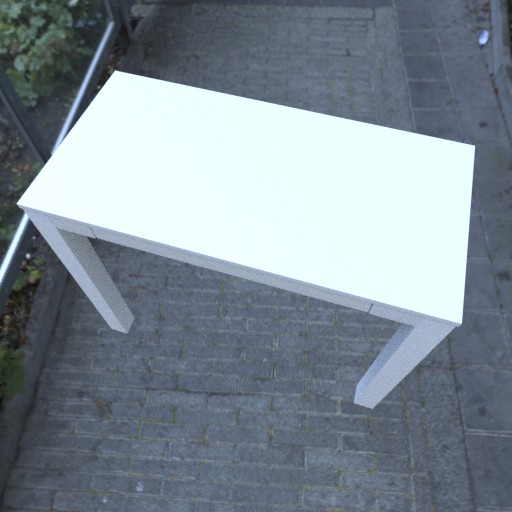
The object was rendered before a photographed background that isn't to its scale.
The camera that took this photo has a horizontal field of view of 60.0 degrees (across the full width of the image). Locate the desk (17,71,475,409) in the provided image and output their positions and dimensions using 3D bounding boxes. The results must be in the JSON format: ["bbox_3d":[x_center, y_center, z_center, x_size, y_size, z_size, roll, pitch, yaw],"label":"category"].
[{"bbox_3d":[0.000,0.000,1.384,0.990,0.762,0.497,15,60,9],"label":"desk"}]
